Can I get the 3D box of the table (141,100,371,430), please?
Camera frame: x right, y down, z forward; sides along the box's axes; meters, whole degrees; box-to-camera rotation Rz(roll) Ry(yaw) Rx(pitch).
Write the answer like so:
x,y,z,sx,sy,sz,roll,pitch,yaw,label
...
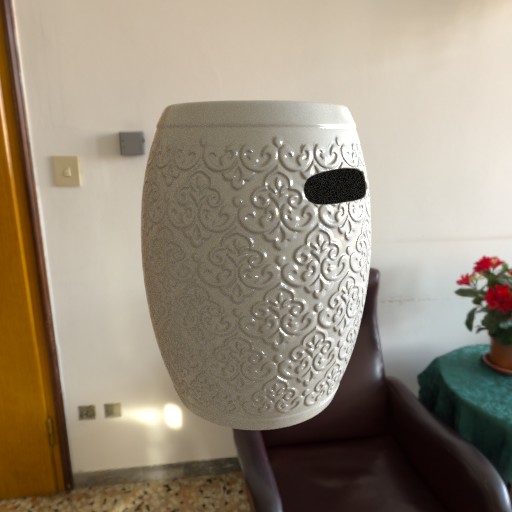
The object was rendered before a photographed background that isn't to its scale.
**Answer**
x,y,z,sx,sy,sz,roll,pitch,yaw,label
0.000,0.000,0.619,0.309,0.397,0.309,0,15,0,table
